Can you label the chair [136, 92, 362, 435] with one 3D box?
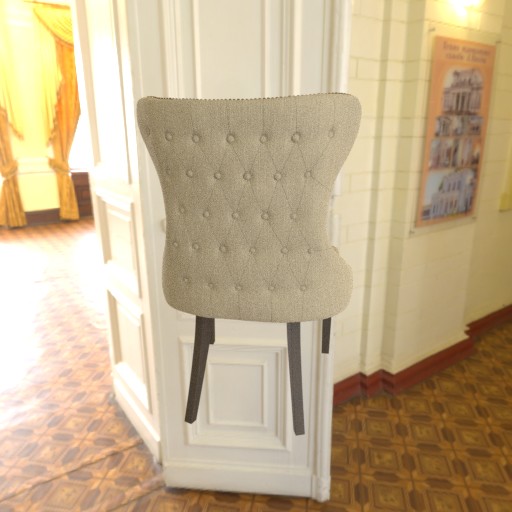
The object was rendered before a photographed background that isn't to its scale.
[{"bbox_3d":[0.000,0.000,1.440,0.628,0.967,0.635,3,17,9],"label":"chair"}]
